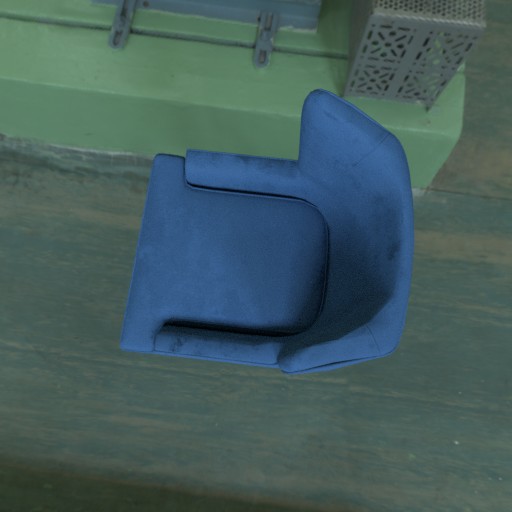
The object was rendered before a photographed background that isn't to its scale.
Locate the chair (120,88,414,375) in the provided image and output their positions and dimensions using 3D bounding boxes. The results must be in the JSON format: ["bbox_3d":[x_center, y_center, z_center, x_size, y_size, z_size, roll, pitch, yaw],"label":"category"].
[{"bbox_3d":[0.000,0.000,1.619,0.910,0.952,0.793,6,76,2],"label":"chair"}]
